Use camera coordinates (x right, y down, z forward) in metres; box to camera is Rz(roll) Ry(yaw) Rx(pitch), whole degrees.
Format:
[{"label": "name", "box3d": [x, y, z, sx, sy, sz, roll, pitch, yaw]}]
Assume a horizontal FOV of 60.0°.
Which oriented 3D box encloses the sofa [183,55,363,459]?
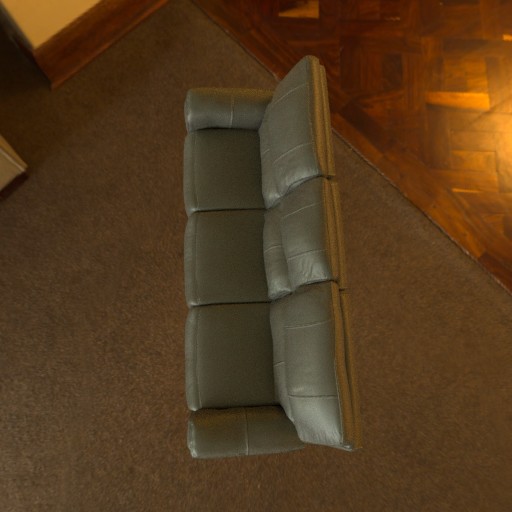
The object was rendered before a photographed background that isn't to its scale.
[{"label": "sofa", "box3d": [0.000, 0.000, 3.185, 1.104, 1.134, 2.627, -3, 76, -1]}]
